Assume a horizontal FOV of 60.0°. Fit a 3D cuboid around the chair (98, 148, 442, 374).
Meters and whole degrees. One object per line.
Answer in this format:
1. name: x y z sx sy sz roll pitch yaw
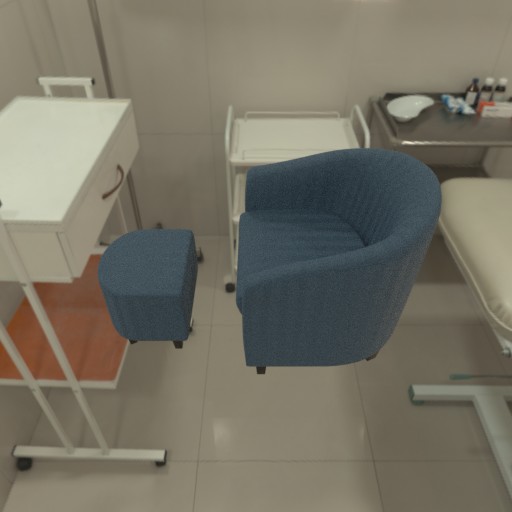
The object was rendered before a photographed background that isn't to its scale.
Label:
1. chair: 0.000 0.000 1.806 1.288 0.757 0.756 0 41 0
